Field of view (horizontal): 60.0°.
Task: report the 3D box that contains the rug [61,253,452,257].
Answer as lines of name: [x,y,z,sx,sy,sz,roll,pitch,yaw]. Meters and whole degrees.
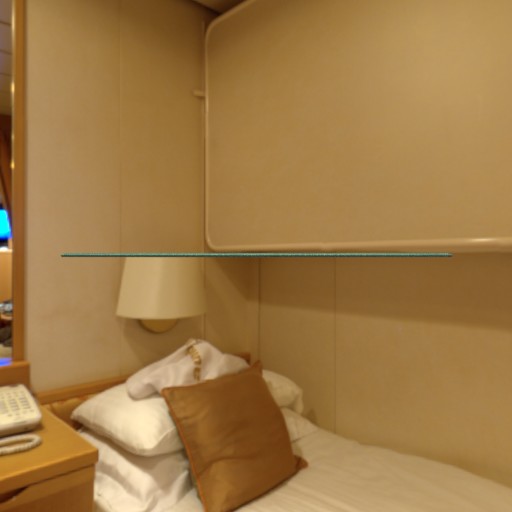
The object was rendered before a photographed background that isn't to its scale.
rug: [0.000,0.000,3.450,1.830,0.018,2.769,0,0,0]
